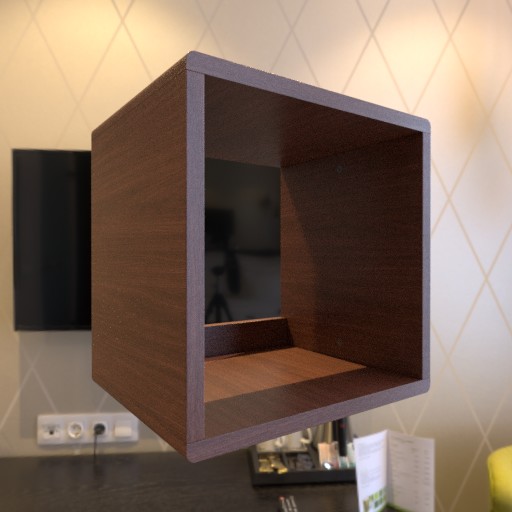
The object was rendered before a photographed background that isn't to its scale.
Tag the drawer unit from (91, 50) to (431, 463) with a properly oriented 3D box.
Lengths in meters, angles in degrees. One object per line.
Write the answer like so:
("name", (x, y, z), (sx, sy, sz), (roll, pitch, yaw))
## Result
("drawer unit", (0.000, 0.000, 0.592), (0.349, 0.351, 0.290), (0, 0, -35))
